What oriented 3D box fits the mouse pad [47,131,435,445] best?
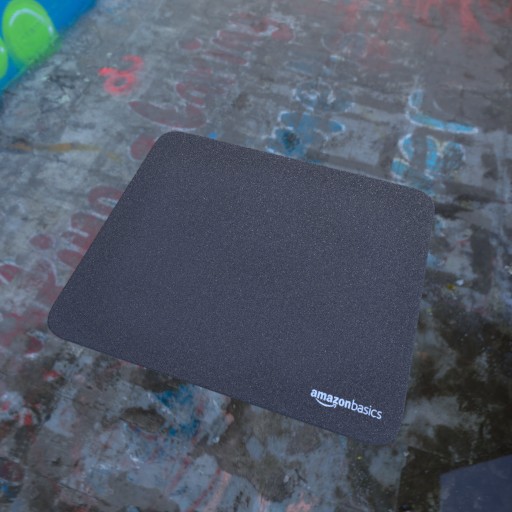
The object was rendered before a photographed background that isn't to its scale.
[{"bbox_3d":[0.000,0.000,0.338,0.249,0.002,0.211,16,60,10],"label":"mouse pad"}]
